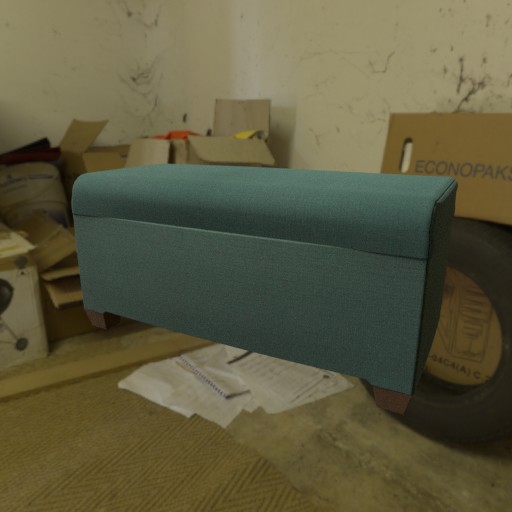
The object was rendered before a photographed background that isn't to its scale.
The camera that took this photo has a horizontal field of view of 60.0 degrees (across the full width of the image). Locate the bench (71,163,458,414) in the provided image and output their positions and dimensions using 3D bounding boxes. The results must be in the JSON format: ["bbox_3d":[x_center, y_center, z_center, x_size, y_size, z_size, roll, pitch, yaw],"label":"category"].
[{"bbox_3d":[0.000,0.000,1.264,0.995,0.474,0.476,9,18,27],"label":"bench"}]
